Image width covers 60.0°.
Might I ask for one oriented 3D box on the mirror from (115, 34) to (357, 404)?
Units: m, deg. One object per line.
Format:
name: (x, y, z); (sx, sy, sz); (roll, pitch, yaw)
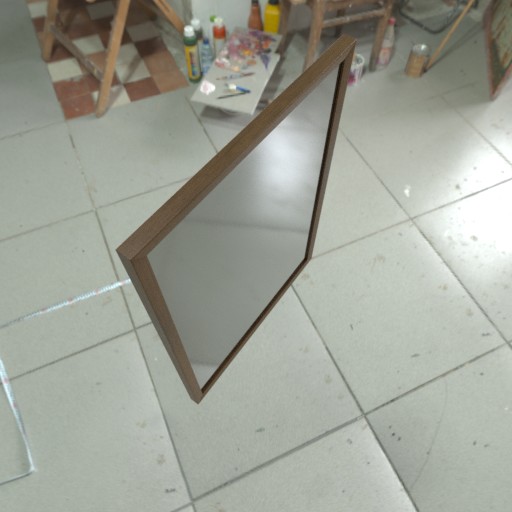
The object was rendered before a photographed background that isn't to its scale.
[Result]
mirror: (0.000, 0.000, 1.335); (0.040, 1.016, 0.762); (32, 64, 18)
